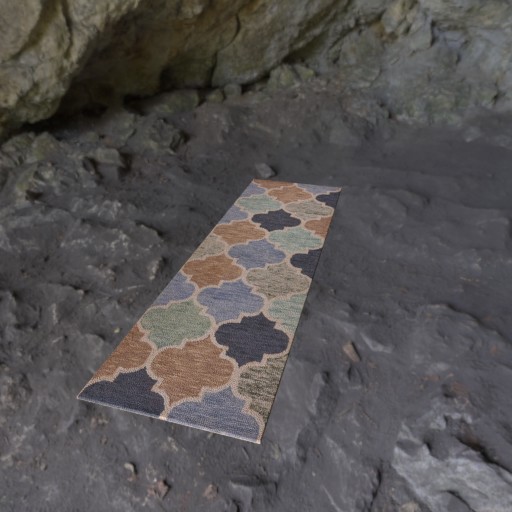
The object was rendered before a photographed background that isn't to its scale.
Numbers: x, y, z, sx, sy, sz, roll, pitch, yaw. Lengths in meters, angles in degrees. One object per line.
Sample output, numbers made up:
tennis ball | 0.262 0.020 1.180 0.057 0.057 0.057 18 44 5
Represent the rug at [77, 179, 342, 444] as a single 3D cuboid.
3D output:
rug | 0.000 0.000 2.456 0.687 0.011 2.287 8 31 14
